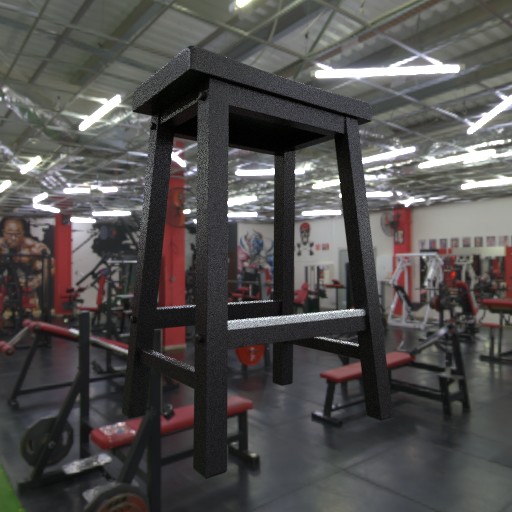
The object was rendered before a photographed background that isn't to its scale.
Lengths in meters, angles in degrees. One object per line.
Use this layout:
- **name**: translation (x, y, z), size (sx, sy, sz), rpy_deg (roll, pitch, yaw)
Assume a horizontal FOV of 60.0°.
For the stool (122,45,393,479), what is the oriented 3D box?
- **stool**: translation (0.000, 0.000, 0.850), size (0.406, 0.610, 0.322), rpy_deg (1, -1, -36)
